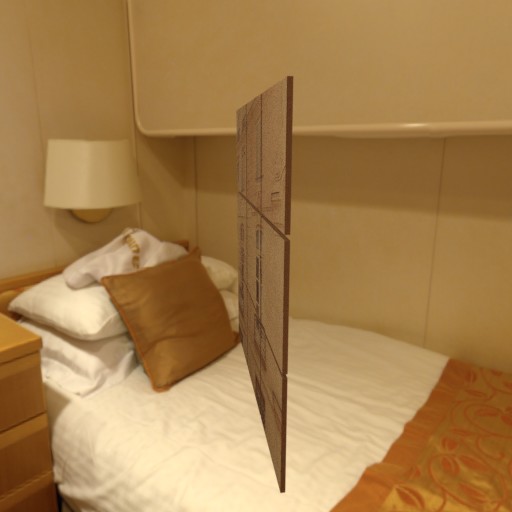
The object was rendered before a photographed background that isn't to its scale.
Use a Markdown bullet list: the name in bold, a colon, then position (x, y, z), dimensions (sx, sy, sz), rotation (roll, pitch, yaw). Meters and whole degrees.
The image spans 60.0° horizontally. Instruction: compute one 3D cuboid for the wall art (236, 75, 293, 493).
- **wall art**: position (0.000, 0.000, 1.363), dimensions (0.018, 0.913, 0.915), rotation (-2, 14, -8)
